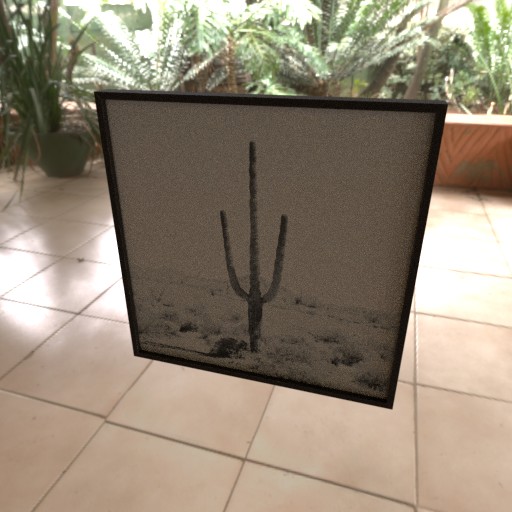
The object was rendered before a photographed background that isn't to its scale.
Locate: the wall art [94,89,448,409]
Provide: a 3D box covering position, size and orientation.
[{"bbox_3d":[0.000,0.000,0.742,0.508,0.508,0.038,8,27,15],"label":"wall art"}]
